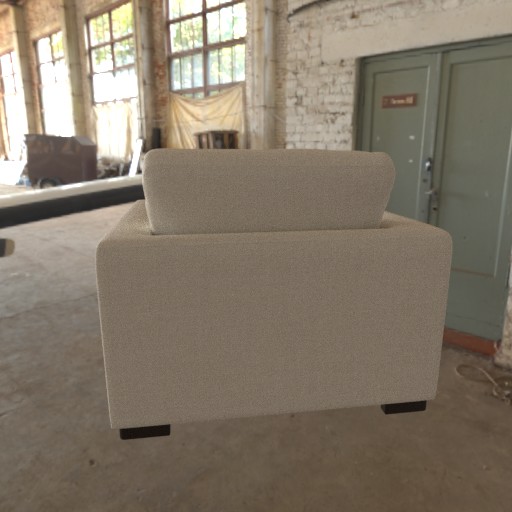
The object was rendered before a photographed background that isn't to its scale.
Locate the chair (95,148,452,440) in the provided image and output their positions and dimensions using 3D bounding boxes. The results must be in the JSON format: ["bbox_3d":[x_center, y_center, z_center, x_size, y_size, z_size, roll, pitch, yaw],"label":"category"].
[{"bbox_3d":[0.000,0.000,1.844,1.070,0.876,1.100,-2,14,-9],"label":"chair"}]
